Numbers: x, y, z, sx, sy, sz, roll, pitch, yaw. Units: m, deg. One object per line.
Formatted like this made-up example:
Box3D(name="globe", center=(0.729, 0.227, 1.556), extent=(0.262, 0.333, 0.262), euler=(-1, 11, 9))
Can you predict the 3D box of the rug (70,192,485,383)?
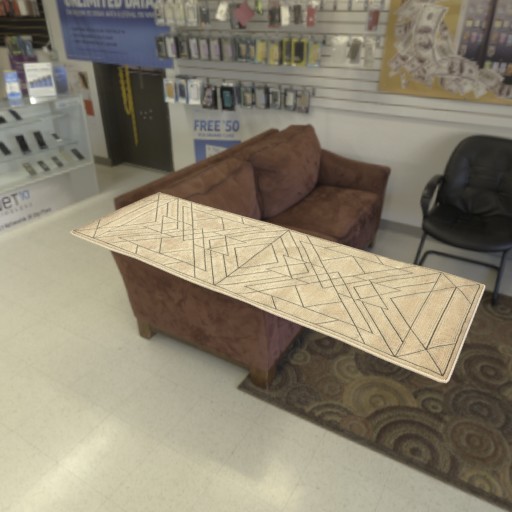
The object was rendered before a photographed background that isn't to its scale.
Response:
Box3D(name="rug", center=(0.000, 0.000, 2.624), extent=(2.381, 0.036, 0.831), euler=(18, 35, 29))
